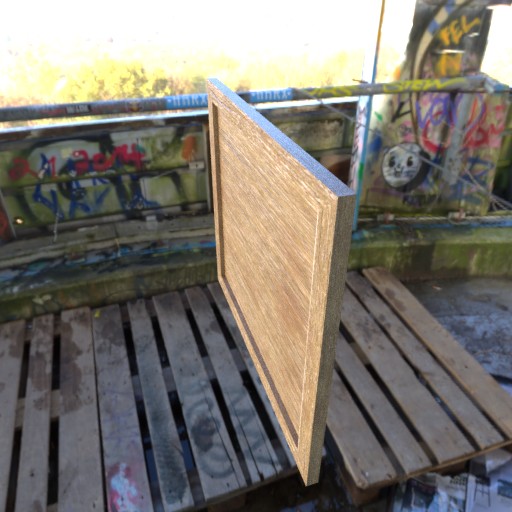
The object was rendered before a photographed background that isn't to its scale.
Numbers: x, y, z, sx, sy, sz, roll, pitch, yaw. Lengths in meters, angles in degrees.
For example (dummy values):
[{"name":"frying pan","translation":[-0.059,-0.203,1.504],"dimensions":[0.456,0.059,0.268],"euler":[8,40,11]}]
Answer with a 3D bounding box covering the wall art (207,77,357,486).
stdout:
[{"name":"wall art","translation":[0.000,0.000,0.942],"dimensions":[0.026,0.588,0.690],"euler":[-10,34,-15]}]
